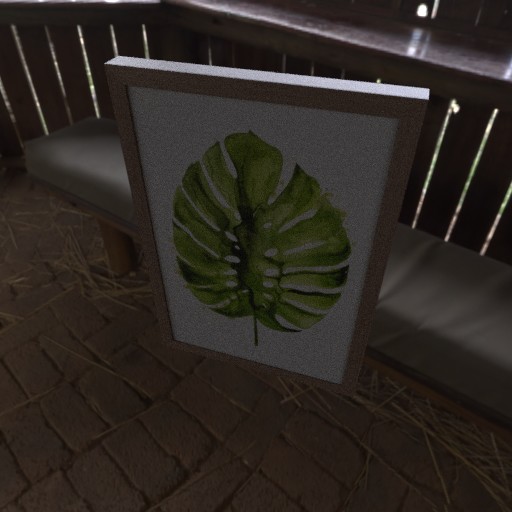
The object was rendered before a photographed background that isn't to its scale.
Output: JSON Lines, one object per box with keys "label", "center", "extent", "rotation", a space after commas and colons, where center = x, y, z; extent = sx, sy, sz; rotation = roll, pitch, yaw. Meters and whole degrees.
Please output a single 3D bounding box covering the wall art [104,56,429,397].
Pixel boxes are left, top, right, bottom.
{"label": "wall art", "center": [0.000, 0.000, 0.643], "extent": [0.358, 0.510, 0.032], "rotation": [12, 42, 14]}
